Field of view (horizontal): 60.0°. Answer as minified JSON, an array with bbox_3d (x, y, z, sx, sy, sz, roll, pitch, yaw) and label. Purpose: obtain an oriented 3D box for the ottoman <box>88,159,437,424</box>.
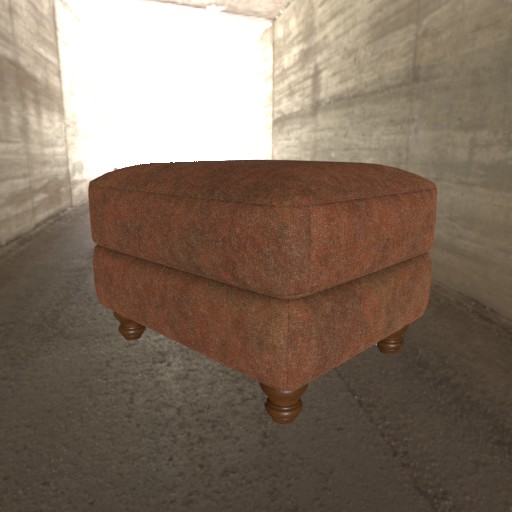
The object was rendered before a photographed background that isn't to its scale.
[{"bbox_3d":[0.000,0.000,1.192,0.787,0.508,0.635,12,18,43],"label":"ottoman"}]
